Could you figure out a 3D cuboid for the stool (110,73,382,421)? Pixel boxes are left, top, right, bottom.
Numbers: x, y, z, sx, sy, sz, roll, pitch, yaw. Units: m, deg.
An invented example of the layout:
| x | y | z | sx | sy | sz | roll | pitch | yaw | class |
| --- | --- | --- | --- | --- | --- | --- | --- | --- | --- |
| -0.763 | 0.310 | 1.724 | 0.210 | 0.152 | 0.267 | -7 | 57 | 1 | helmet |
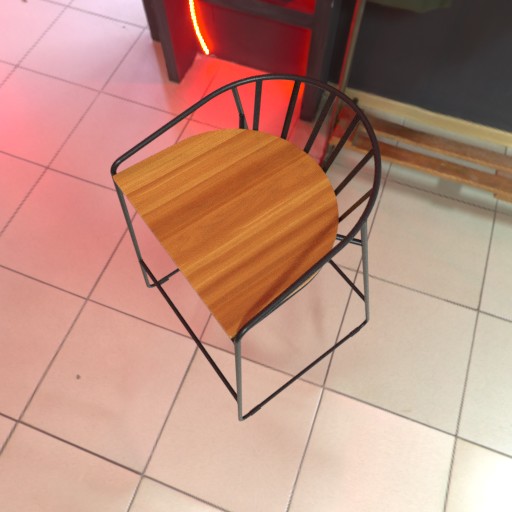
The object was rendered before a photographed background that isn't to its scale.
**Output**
| x | y | z | sx | sy | sz | roll | pitch | yaw | class |
| --- | --- | --- | --- | --- | --- | --- | --- | --- | --- |
| 0.000 | 0.000 | 1.136 | 0.521 | 0.812 | 0.546 | -34 | 70 | -15 | stool |
